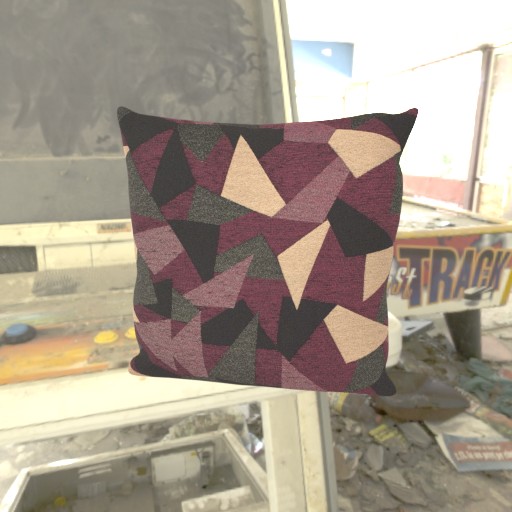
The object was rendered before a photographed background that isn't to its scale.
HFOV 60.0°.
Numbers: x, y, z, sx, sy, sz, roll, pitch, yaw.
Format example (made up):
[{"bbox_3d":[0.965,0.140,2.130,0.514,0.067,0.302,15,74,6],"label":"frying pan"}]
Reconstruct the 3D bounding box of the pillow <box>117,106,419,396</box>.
[{"bbox_3d":[0.000,0.000,0.762,0.503,0.496,0.208,2,14,9],"label":"pillow"}]
